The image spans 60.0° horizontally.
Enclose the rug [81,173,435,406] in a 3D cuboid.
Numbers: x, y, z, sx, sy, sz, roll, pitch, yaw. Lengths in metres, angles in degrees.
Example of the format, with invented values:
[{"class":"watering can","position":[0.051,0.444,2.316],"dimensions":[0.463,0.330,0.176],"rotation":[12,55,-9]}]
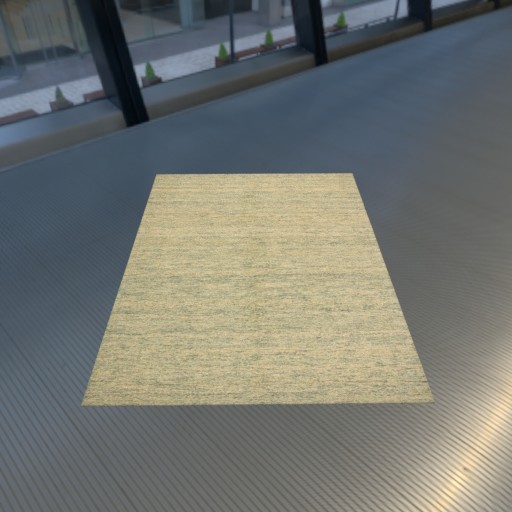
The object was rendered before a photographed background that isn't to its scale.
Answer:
[{"class":"rug","position":[0.000,0.000,4.279],"dimensions":[2.437,0.014,3.201],"rotation":[0,40,0]}]
